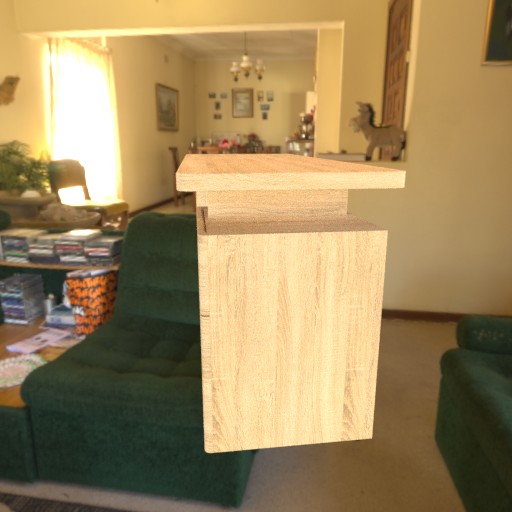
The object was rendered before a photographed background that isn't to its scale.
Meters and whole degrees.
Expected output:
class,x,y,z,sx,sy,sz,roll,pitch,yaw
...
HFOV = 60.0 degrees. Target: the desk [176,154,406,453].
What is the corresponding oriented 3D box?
class,x,y,z,sx,sy,sz,roll,pitch,yaw
desk,0.000,0.000,1.786,0.550,0.760,1.400,-2,15,-7
